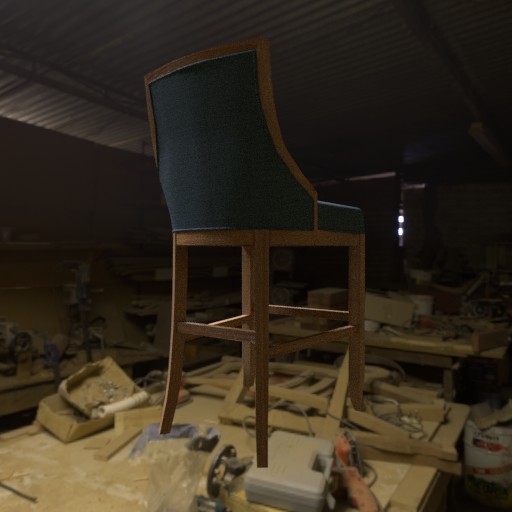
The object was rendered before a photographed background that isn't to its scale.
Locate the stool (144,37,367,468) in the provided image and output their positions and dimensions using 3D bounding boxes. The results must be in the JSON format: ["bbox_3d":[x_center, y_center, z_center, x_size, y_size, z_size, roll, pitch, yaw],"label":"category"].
[{"bbox_3d":[0.000,0.000,1.458,0.524,1.101,0.626,1,1,35],"label":"stool"}]
